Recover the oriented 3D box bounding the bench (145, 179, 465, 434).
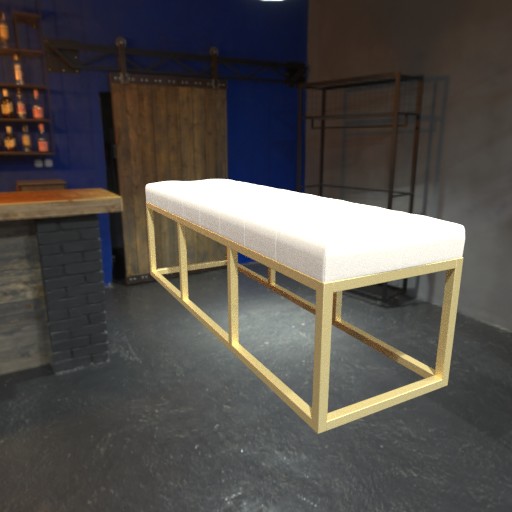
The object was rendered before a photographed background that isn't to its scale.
[{"bbox_3d":[0.000,0.000,1.729,0.457,0.484,1.473,-8,17,-27],"label":"bench"}]
